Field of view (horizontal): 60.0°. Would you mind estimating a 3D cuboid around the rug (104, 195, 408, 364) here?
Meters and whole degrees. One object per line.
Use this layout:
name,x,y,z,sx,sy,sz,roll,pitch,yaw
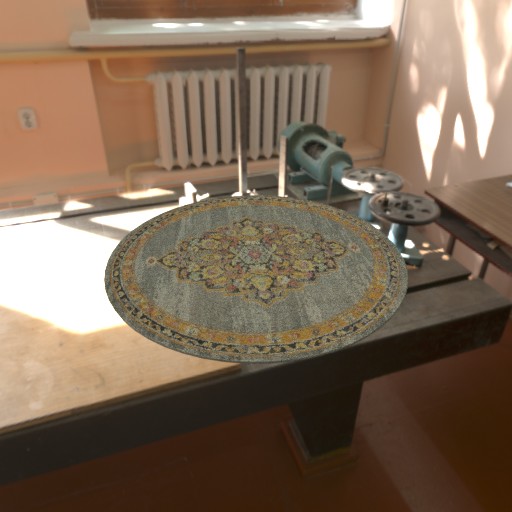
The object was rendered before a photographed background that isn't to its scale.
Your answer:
rug,0.000,0.000,2.421,1.598,0.010,1.598,0,32,0
